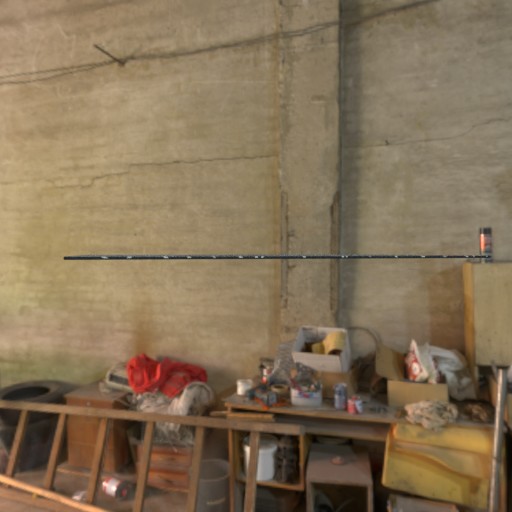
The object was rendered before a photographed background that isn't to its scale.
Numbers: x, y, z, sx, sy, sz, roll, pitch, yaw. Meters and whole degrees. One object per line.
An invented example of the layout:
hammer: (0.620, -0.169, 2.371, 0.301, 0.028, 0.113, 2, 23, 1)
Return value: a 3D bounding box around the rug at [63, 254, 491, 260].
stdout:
rug: (0.000, 0.000, 4.111, 3.047, 0.022, 2.439, 0, 0, -17)
